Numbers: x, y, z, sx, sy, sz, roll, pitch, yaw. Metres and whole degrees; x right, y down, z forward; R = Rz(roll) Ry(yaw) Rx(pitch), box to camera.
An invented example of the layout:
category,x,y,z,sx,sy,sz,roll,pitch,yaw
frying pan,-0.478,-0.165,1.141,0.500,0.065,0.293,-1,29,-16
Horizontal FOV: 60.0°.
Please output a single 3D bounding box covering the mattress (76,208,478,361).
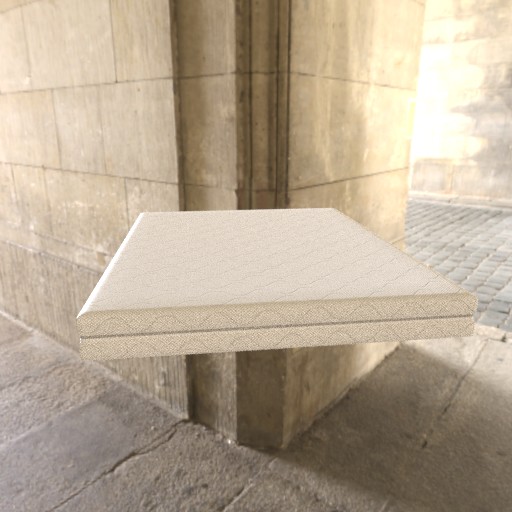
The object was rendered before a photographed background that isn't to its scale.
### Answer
category,x,y,z,sx,sy,sz,roll,pitch,yaw
mattress,0.000,0.000,2.696,1.600,0.200,2.000,-2,17,-7
